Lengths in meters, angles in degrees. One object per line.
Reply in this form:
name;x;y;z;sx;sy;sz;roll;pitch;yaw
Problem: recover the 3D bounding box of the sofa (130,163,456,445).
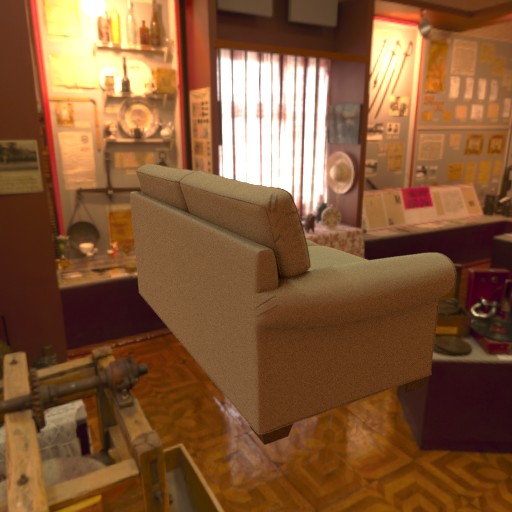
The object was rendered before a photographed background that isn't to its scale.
sofa;0.000;0.000;2.439;0.940;0.952;1.930;-8;17;-27
